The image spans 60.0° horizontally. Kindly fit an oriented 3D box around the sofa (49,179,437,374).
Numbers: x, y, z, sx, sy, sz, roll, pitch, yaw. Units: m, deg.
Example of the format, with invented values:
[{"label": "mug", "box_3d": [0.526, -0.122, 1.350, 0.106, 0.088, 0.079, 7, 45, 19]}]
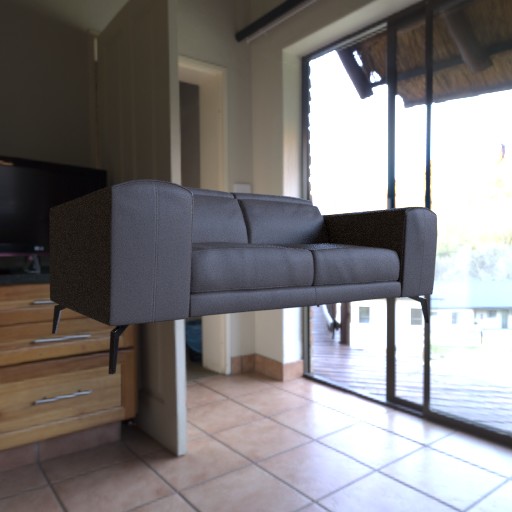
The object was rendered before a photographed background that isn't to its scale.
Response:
[{"label": "sofa", "box_3d": [0.000, 0.000, 2.382, 1.895, 0.779, 1.003, 0, 1, -36]}]
